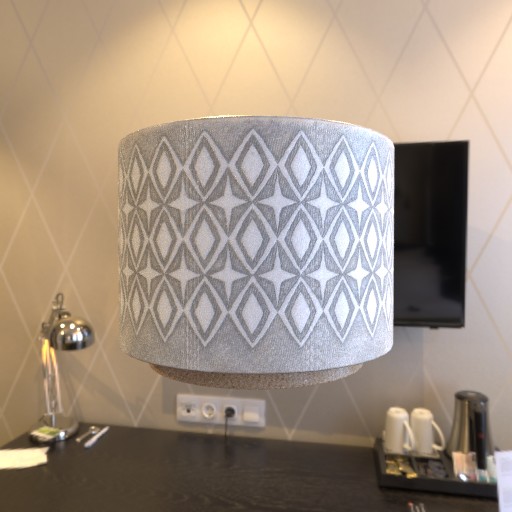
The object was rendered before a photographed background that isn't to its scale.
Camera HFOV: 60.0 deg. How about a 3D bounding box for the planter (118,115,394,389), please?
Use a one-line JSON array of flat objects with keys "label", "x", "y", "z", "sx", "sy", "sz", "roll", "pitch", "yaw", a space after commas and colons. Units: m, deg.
[{"label": "planter", "x": 0.000, "y": 0.000, "z": 0.314, "sx": 0.186, "sy": 0.144, "sz": 0.186, "roll": 0, "pitch": 1, "yaw": 0}]
